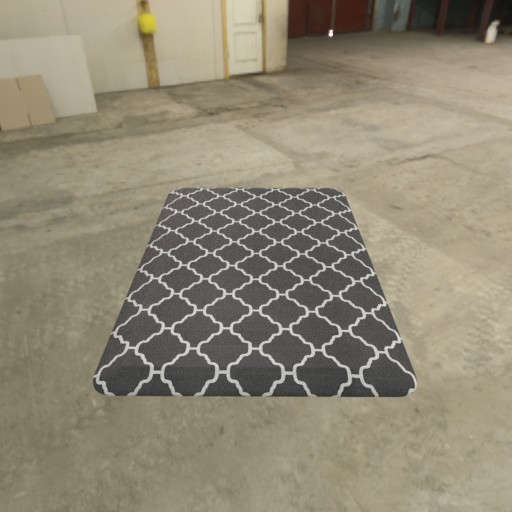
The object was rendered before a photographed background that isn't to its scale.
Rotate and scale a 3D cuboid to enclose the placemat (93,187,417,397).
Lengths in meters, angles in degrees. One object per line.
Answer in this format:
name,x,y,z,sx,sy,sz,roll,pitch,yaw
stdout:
placemat,0.000,0.000,0.983,0.508,0.021,0.762,0,32,0
